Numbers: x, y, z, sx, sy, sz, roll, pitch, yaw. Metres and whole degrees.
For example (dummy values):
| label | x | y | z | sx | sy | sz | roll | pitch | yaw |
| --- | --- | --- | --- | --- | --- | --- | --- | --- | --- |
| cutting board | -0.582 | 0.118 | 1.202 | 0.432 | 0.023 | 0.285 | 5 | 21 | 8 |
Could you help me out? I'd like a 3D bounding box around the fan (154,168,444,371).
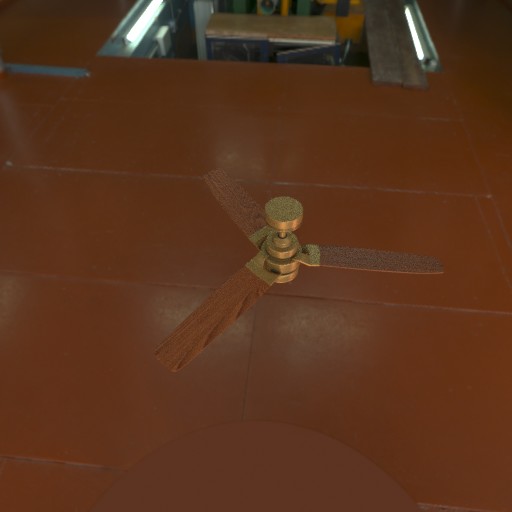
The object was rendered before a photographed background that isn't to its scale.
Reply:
| label | x | y | z | sx | sy | sz | roll | pitch | yaw |
| --- | --- | --- | --- | --- | --- | --- | --- | --- | --- |
| fan | 0.000 | 0.000 | 2.081 | 1.416 | 0.425 | 1.271 | 32 | 55 | 26 |
